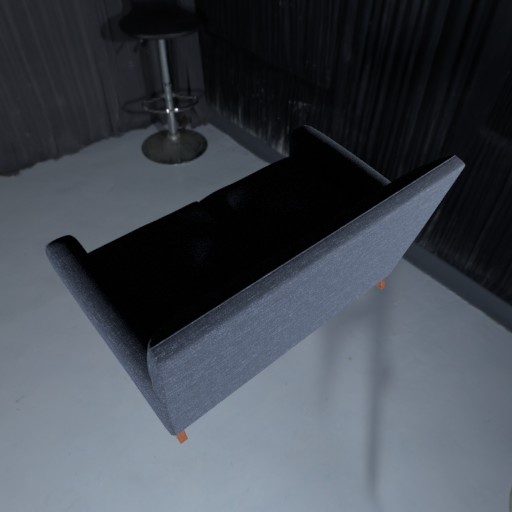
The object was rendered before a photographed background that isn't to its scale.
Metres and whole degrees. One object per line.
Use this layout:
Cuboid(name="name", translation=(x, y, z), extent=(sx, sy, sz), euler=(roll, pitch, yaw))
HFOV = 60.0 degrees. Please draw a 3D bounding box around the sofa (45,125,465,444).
Cuboid(name="sofa", translation=(0.000, 0.000, 1.906), extent=(1.420, 0.846, 0.875), euler=(-31, 54, -26))
